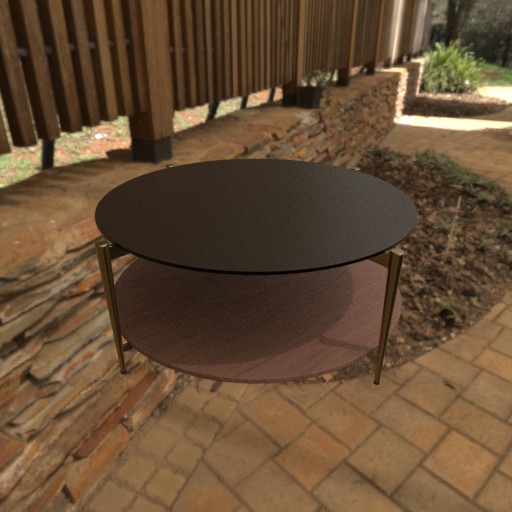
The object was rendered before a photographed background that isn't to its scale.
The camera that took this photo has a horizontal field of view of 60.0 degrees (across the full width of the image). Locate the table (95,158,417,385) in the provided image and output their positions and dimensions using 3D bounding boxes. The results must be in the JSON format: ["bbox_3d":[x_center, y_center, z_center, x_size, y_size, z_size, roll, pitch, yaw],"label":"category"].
[{"bbox_3d":[0.000,0.000,1.444,0.938,0.400,0.938,9,28,16],"label":"table"}]
